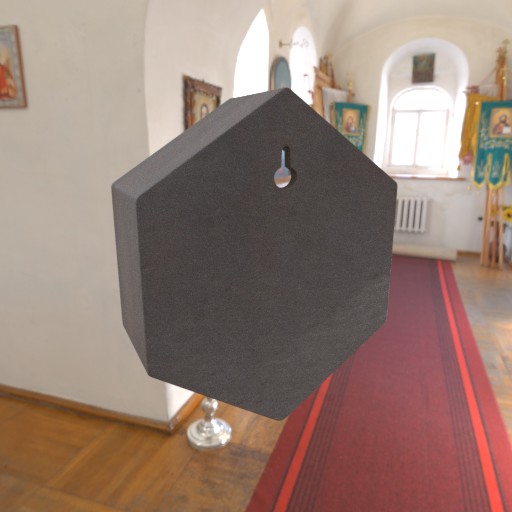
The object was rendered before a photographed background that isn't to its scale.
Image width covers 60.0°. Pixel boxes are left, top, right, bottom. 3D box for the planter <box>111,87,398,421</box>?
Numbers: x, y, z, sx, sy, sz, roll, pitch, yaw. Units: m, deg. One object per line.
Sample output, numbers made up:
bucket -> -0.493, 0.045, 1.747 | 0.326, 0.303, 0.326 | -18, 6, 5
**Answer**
planter -> 0.000, 0.000, 0.298 | 0.169, 0.206, 0.077 | -7, 16, -25
